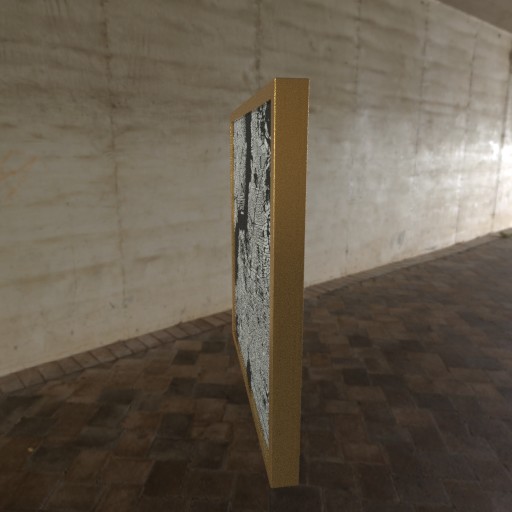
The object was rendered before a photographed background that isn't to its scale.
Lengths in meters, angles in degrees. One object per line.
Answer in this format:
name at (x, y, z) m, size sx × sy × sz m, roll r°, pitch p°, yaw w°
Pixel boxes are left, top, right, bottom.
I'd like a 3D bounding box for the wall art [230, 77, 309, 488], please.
wall art at (0.000, 0.000, 0.463) m, size 0.023 × 0.305 × 0.305 m, roll -2°, pitch 14°, yaw -8°
